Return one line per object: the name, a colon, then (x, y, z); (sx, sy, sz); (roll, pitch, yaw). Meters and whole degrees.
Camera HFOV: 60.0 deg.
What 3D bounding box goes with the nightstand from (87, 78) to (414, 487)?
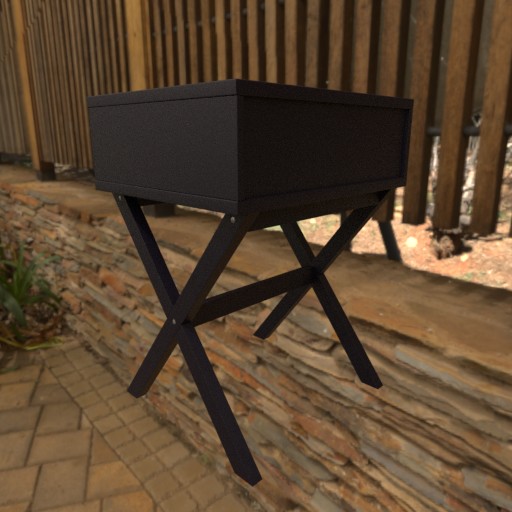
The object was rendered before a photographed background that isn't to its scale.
nightstand: (0.000, 0.000, 0.925); (0.402, 0.623, 0.479); (15, 21, 42)
